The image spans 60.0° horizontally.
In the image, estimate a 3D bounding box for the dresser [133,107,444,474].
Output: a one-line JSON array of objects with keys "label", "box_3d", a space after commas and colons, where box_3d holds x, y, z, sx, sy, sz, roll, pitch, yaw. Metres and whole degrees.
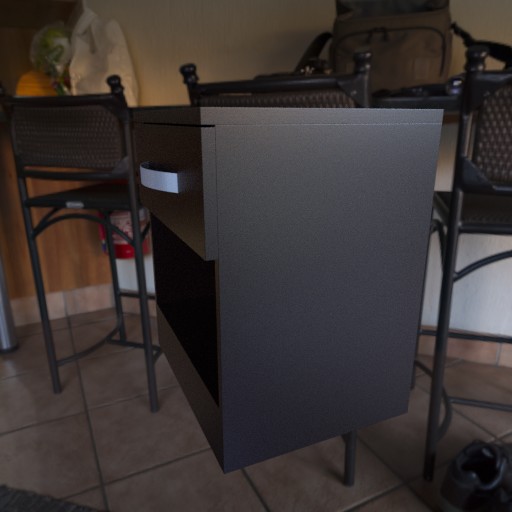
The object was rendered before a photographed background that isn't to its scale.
[{"label": "dresser", "box_3d": [0.000, 0.000, 0.754, 0.360, 0.470, 0.400, -8, 19, -23]}]
